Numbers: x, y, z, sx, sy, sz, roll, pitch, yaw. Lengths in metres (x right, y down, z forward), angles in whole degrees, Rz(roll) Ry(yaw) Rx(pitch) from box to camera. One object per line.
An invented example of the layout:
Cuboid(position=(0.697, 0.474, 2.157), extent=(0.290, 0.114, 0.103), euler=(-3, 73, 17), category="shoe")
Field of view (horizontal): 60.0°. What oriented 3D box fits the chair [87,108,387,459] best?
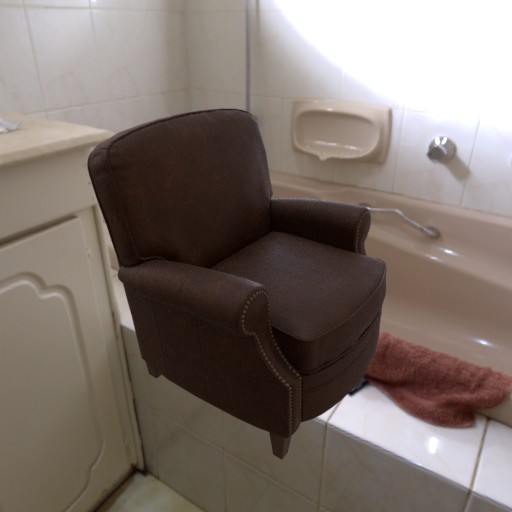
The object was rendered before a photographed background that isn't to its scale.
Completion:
Cuboid(position=(0.000, 0.000, 1.732), extent=(0.986, 1.018, 0.936), euler=(18, 32, 31), category="chair")
